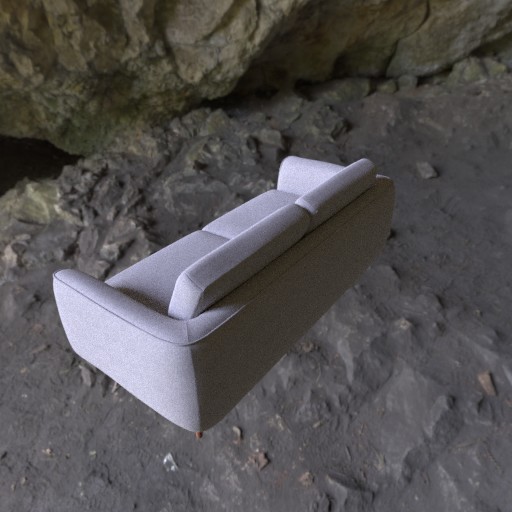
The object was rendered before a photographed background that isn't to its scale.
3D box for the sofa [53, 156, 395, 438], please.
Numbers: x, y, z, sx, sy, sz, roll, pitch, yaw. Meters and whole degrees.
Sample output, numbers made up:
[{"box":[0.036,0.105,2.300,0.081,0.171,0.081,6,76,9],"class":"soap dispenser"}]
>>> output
[{"box":[0.000,0.000,2.512,0.920,0.850,2.000,21,38,31],"class":"sofa"}]
